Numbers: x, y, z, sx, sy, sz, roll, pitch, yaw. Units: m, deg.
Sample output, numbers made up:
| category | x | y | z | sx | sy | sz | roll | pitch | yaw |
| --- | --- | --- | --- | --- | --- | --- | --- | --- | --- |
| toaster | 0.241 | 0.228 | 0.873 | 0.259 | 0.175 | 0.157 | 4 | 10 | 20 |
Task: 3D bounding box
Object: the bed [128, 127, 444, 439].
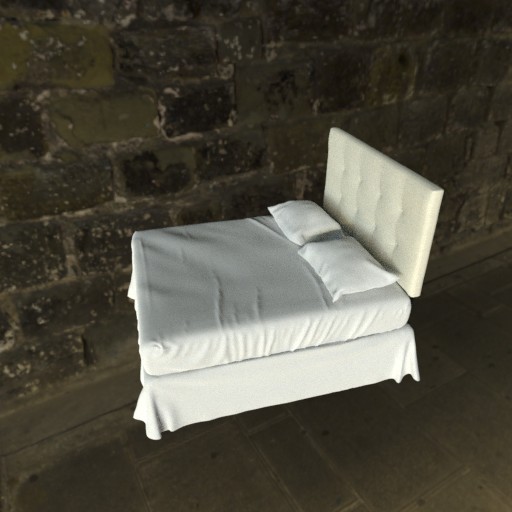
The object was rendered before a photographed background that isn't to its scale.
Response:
| category | x | y | z | sx | sy | sz | roll | pitch | yaw |
| --- | --- | --- | --- | --- | --- | --- | --- | --- | --- |
| bed | 0.000 | 0.000 | 3.642 | 2.222 | 1.577 | 1.936 | -8 | 31 | -13 |
